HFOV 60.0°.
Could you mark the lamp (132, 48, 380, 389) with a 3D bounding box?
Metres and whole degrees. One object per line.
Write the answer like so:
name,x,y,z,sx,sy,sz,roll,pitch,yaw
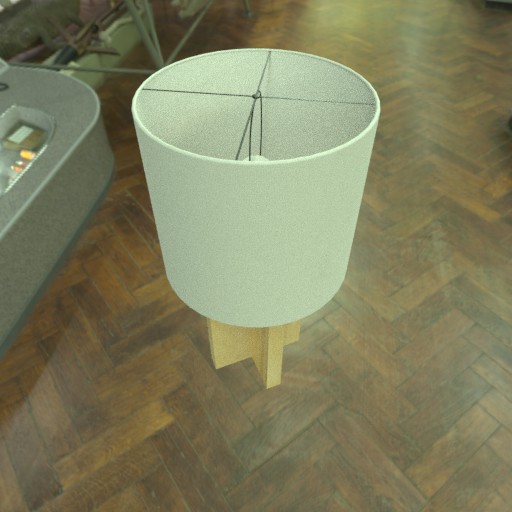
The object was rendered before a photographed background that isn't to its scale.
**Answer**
lamp,0.000,0.000,0.565,0.229,0.428,0.229,-16,47,-15
